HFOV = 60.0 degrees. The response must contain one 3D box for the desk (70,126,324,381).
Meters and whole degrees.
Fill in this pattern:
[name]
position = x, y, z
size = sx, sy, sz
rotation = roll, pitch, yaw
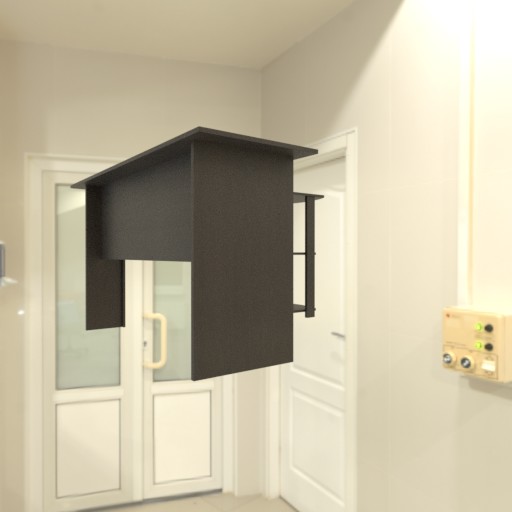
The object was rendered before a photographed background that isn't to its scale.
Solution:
[desk]
position = 0.000, 0.000, 2.125
size = 1.361, 0.716, 1.303
rotation = 0, 0, -37
